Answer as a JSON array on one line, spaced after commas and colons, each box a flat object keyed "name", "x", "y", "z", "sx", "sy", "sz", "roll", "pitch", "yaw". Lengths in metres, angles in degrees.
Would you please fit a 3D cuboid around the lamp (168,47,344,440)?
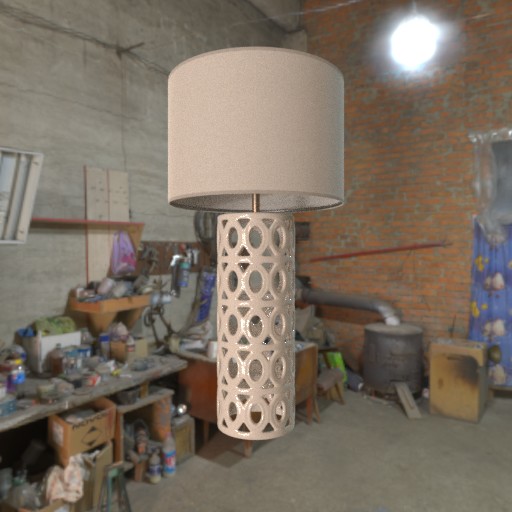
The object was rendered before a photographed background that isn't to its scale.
[{"name": "lamp", "x": 0.000, "y": 0.000, "z": 0.836, "sx": 0.324, "sy": 0.636, "sz": 0.325, "roll": 0, "pitch": 0, "yaw": -1}]
